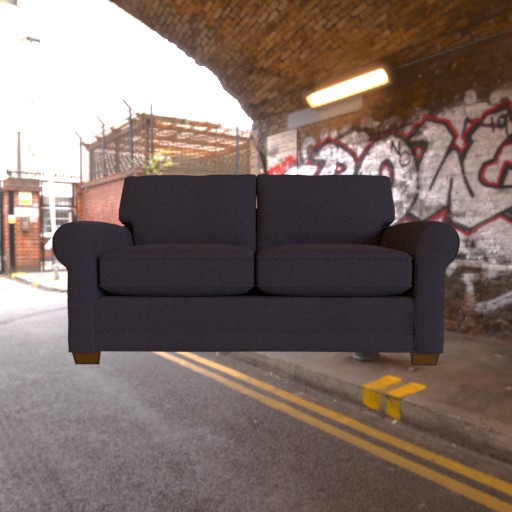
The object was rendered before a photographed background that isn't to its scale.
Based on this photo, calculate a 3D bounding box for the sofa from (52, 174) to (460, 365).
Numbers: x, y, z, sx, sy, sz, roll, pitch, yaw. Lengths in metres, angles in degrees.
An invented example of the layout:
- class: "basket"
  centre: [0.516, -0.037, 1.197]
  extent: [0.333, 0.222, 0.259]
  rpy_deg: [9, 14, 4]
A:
- class: "sofa"
  centre: [0.000, 0.000, 2.568]
  extent: [2.009, 1.031, 0.951]
  rpy_deg: [0, 2, 1]
